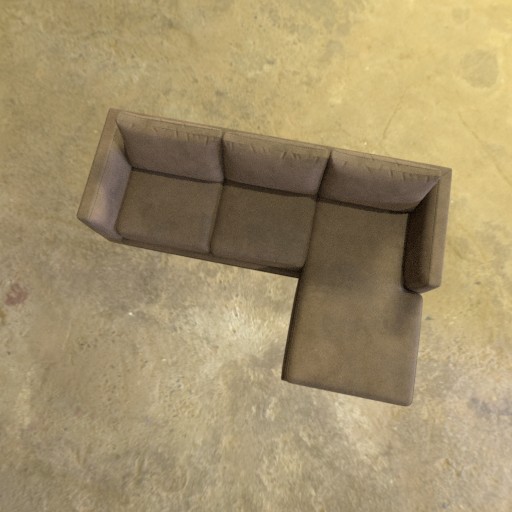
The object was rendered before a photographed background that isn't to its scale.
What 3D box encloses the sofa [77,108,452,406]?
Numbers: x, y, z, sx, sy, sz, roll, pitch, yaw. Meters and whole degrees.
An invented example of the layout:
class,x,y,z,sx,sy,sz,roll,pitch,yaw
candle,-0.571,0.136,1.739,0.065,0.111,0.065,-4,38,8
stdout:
class,x,y,z,sx,sy,sz,roll,pitch,yaw
sofa,0.000,0.000,3.144,2.438,0.987,1.622,11,77,3
